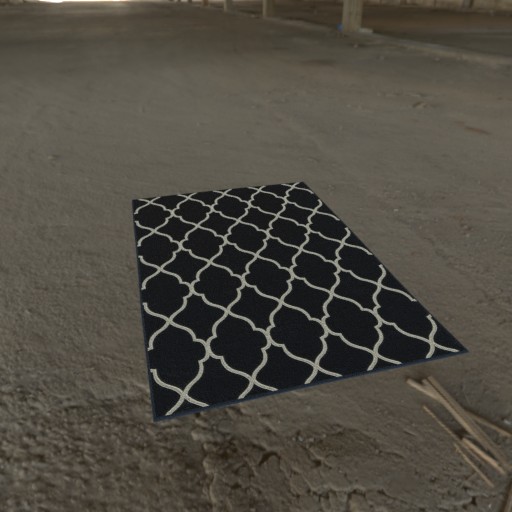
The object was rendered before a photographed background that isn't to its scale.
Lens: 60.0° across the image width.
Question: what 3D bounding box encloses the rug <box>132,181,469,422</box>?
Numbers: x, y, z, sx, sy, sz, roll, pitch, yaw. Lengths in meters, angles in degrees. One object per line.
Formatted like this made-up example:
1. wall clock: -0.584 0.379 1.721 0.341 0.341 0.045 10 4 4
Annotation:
1. rug: 0.000 0.000 2.923 1.526 0.014 2.290 -8 32 -13
